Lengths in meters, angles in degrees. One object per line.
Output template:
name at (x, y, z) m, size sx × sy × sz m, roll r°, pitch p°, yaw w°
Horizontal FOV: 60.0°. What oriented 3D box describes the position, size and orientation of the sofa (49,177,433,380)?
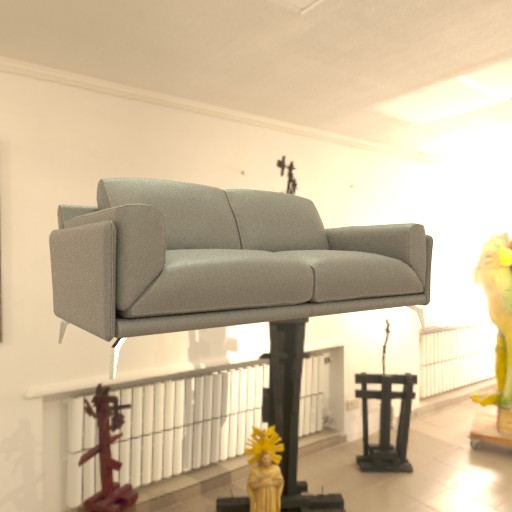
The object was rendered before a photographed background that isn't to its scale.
sofa at (0.000, 0.000, 2.645) m, size 2.101 × 0.930 × 1.049 m, roll 0°, pitch 0°, yaw -36°
